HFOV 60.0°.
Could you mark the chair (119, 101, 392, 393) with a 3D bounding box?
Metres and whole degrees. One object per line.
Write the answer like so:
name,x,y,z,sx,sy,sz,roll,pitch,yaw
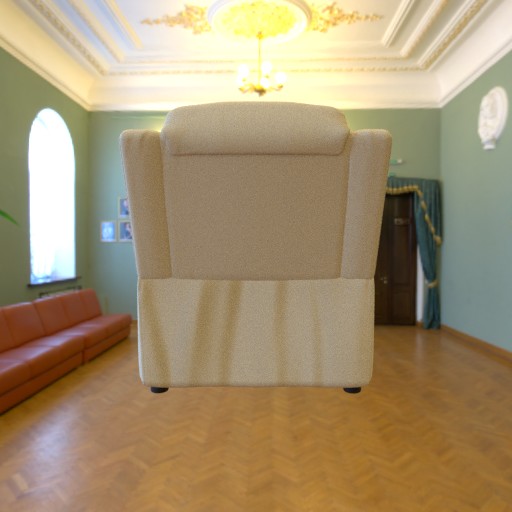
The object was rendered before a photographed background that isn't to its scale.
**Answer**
chair,0.000,0.000,1.295,0.680,0.702,0.709,0,1,0
